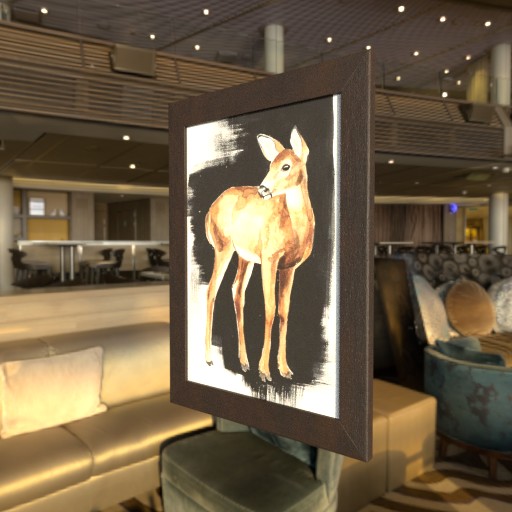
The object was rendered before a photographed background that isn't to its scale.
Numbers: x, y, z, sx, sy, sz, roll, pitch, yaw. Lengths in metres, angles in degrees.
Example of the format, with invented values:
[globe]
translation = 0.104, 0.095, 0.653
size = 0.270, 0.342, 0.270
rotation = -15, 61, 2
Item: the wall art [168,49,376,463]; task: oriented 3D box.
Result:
[wall art]
translation = 0.000, 0.000, 0.661
size = 0.359, 0.513, 0.017
rotation = 1, 2, 36
